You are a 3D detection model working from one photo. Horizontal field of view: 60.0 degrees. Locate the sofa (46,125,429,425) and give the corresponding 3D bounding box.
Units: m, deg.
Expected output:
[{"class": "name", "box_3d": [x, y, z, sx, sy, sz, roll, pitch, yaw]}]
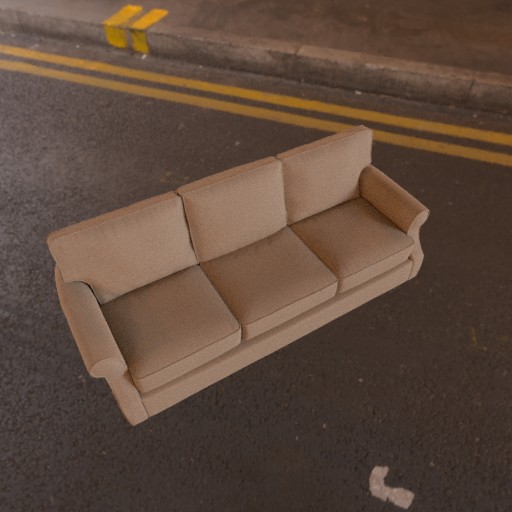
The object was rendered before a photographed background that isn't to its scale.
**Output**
[{"class": "sofa", "box_3d": [0.000, 0.000, 2.869, 2.354, 0.948, 0.966, -23, 51, -21]}]
